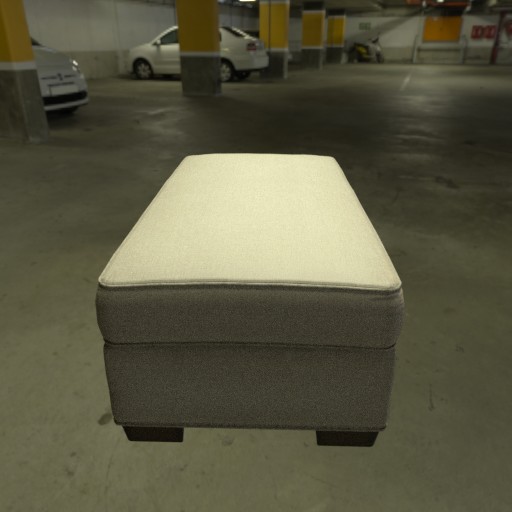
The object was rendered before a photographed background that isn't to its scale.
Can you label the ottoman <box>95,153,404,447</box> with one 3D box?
[{"bbox_3d":[0.000,0.000,1.400,0.617,0.461,1.097,1,26,1],"label":"ottoman"}]
